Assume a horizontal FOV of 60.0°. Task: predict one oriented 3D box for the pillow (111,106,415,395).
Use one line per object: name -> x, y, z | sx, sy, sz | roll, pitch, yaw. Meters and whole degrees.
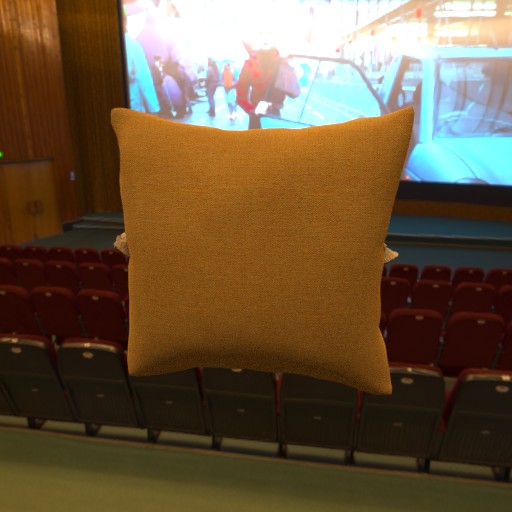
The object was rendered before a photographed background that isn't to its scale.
pillow -> 0.000, 0.000, 0.757 | 0.485, 0.481, 0.167 | 2, 17, 8
